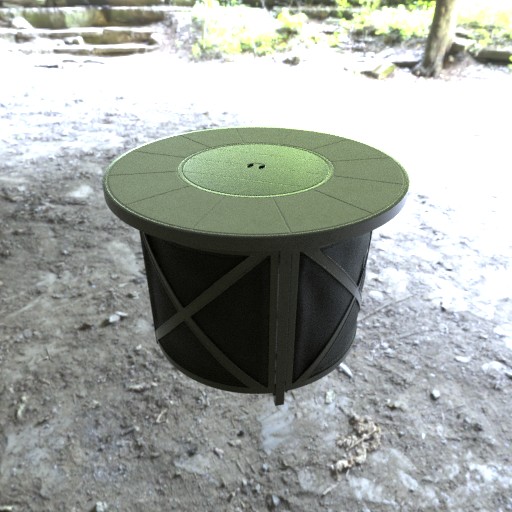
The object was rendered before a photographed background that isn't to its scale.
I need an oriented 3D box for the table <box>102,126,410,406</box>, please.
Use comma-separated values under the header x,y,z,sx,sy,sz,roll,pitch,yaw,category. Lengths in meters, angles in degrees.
x,y,z,sx,sy,sz,roll,pitch,yaw,category
0.000,0.000,1.541,0.914,0.650,0.914,0,31,0,table
